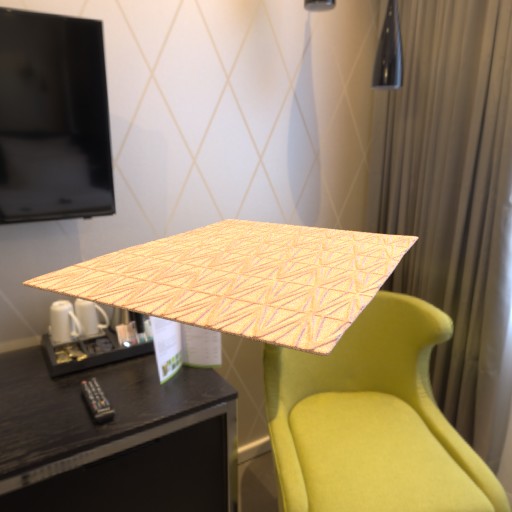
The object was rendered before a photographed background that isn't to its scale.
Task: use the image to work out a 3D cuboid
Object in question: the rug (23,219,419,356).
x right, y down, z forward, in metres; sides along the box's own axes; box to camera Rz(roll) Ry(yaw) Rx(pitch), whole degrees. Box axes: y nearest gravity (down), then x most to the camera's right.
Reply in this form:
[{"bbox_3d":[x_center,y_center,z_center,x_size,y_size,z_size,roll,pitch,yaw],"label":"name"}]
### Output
[{"bbox_3d":[0.000,0.000,4.127,2.453,0.043,3.052,8,17,27],"label":"rug"}]
